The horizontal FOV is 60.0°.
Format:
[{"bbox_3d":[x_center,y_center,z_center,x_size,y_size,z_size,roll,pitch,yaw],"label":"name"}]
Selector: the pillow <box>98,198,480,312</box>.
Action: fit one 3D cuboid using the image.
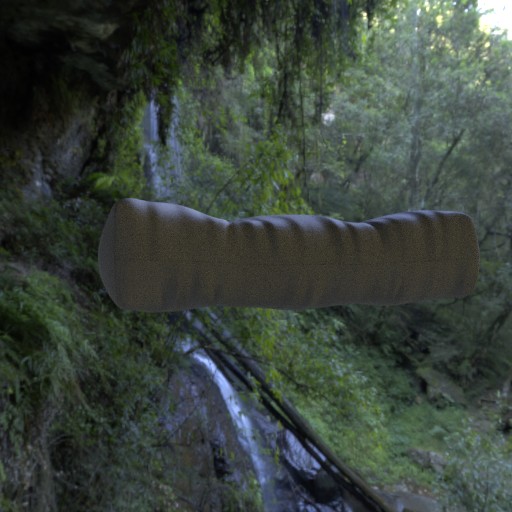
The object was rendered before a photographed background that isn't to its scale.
[{"bbox_3d":[0.000,0.000,0.717,0.468,0.128,0.490,0,1,-17],"label":"pillow"}]
